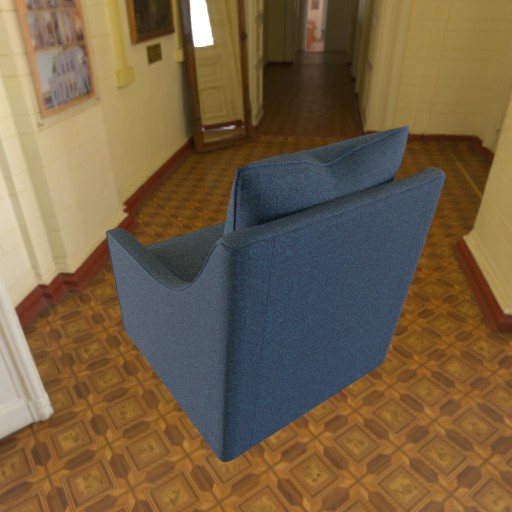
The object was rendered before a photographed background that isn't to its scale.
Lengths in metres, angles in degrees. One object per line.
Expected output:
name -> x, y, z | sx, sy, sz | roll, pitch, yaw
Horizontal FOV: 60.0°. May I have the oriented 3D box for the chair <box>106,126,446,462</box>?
chair -> 0.000, 0.000, 1.539 | 0.750, 0.939, 0.870 | -20, 36, -31
